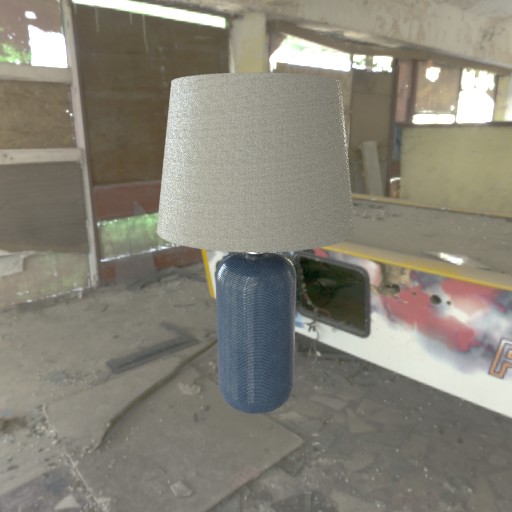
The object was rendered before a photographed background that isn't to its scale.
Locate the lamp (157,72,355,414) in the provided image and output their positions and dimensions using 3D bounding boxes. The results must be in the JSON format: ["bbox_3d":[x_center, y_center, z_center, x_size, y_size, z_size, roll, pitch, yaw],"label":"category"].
[{"bbox_3d":[0.000,0.000,0.587,0.253,0.428,0.253,0,16,0],"label":"lamp"}]
